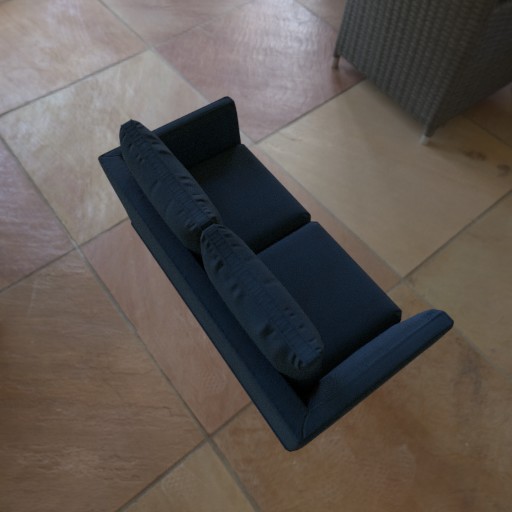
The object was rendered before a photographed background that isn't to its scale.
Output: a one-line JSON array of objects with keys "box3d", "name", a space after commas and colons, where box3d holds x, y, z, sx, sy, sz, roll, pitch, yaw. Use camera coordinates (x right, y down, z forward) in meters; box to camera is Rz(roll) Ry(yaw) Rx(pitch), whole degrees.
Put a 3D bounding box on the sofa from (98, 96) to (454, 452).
[{"box3d": [0.000, 0.000, 2.338, 0.853, 1.002, 1.770, -31, 64, -17], "name": "sofa"}]
